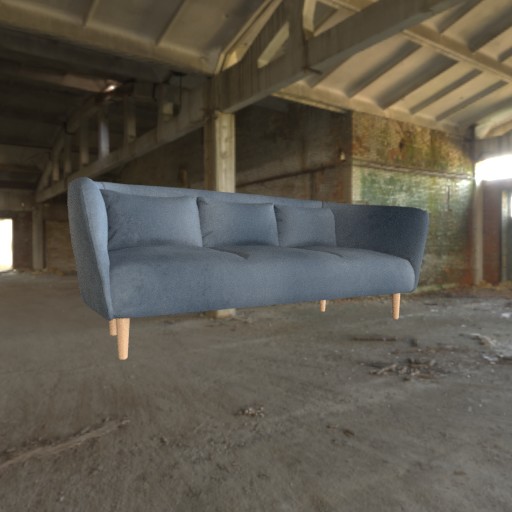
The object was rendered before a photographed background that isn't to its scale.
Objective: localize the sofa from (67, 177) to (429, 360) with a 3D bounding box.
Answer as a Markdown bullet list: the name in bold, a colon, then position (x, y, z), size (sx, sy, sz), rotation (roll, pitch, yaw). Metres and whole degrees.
- **sofa**: position (0.000, 0.000, 2.490), size (2.095, 0.795, 0.849), rotation (-1, 1, -36)
